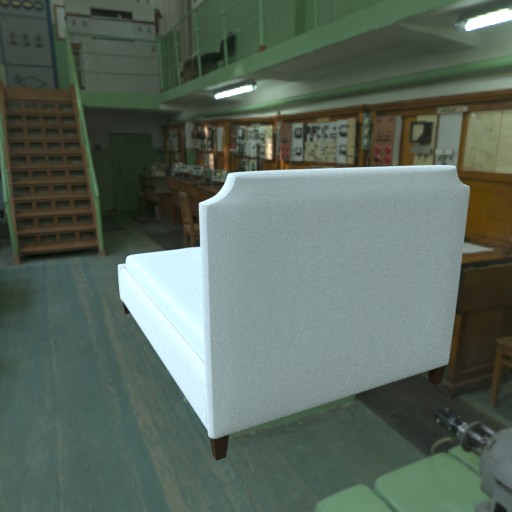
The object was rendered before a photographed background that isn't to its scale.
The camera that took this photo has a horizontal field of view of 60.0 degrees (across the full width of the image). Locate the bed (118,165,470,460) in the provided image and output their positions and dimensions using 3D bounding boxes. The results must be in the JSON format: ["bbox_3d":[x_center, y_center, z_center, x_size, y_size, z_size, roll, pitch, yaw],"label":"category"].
[{"bbox_3d":[0.000,0.000,3.407,1.712,1.443,2.372,-7,16,-26],"label":"bed"}]
